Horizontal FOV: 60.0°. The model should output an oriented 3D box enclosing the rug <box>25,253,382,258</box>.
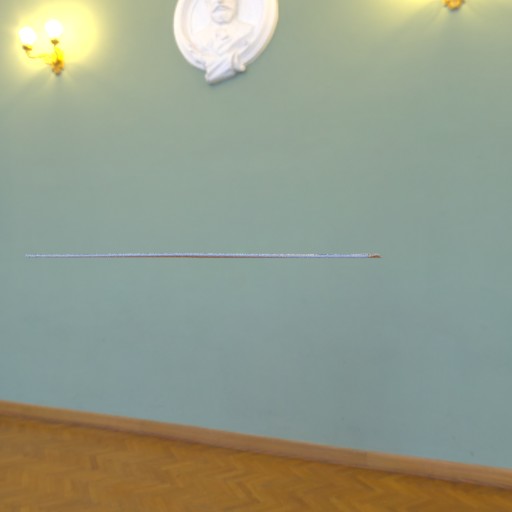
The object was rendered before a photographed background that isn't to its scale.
[{"bbox_3d":[0.000,0.000,3.016,1.609,0.030,2.342,0,0,17],"label":"rug"}]
